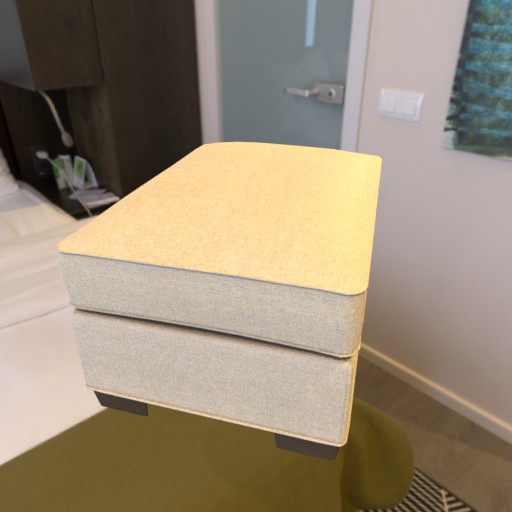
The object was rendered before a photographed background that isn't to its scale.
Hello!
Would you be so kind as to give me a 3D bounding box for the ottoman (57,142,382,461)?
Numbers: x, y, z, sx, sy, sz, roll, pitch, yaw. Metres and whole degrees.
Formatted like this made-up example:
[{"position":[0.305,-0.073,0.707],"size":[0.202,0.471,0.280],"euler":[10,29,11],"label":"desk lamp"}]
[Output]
[{"position":[0.000,0.000,1.241],"size":[0.619,0.504,0.843],"euler":[8,30,14],"label":"ottoman"}]
